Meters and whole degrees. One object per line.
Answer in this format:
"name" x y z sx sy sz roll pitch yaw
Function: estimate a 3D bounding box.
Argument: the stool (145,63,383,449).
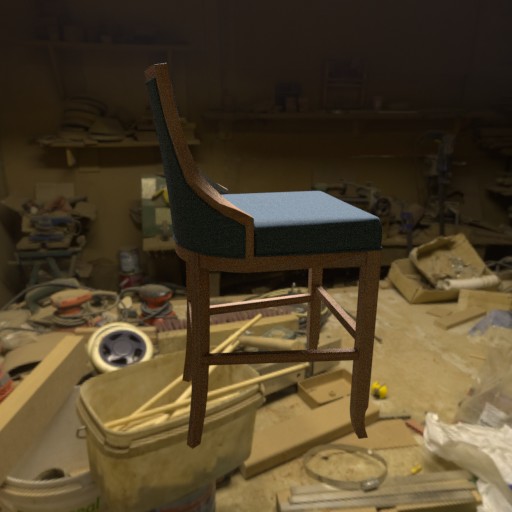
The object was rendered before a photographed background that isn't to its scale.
"stool" 0.000 0.000 1.441 0.626 1.101 0.524 -3 17 -11
